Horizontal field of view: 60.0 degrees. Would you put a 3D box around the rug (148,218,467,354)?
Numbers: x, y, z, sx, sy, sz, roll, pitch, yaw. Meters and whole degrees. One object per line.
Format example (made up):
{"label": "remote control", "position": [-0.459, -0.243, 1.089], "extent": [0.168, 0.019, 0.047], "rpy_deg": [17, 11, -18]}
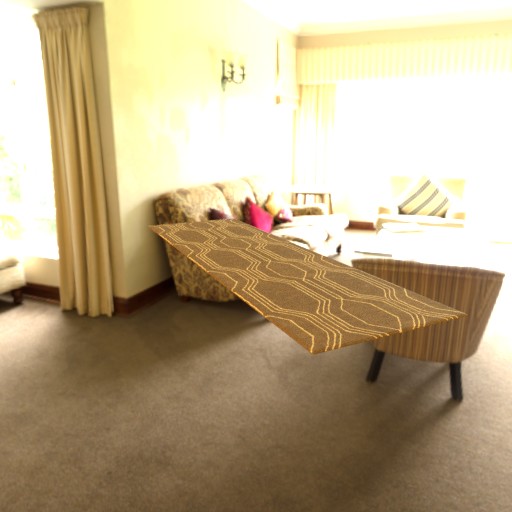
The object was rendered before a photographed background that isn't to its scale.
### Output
{"label": "rug", "position": [0.000, 0.000, 2.759], "extent": [0.773, 0.012, 2.464], "rpy_deg": [-7, 17, -25]}
